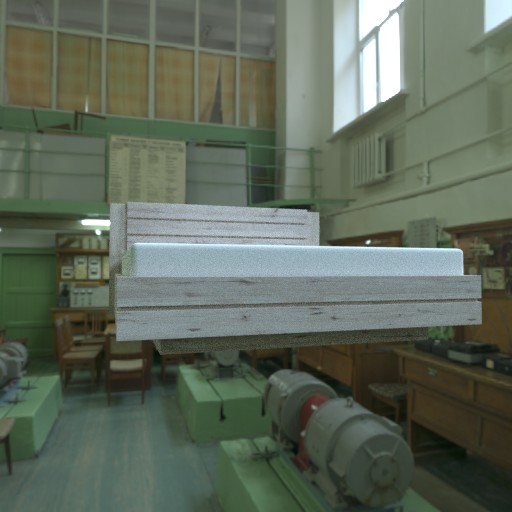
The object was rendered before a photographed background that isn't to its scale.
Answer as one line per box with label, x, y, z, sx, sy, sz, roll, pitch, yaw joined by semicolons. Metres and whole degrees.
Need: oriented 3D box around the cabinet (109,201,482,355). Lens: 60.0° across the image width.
cabinet;0.000;0.000;3.081;1.950;0.970;2.080;1;-2;-18
